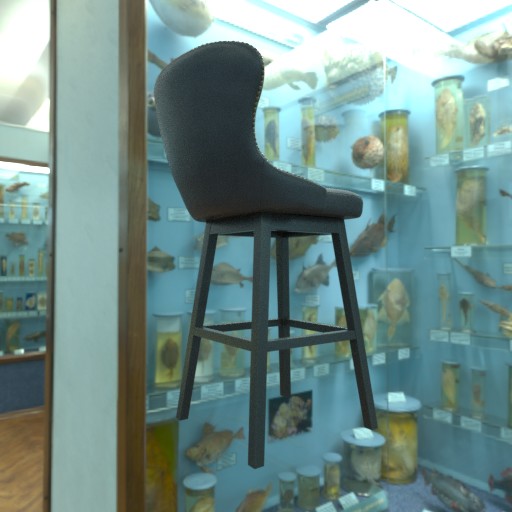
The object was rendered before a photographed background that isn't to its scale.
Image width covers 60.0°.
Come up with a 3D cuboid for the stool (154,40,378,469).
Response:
[{"bbox_3d":[0.000,0.000,1.363,0.601,1.050,0.528,1,-1,-36],"label":"stool"}]
